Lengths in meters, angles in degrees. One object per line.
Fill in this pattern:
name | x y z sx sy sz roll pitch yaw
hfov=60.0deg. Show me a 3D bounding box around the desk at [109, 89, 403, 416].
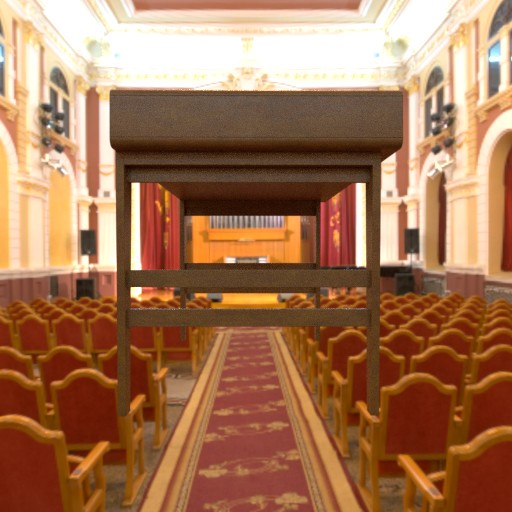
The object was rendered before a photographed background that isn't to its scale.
desk | 0.000 0.000 1.522 0.660 0.754 1.066 0 0 0
